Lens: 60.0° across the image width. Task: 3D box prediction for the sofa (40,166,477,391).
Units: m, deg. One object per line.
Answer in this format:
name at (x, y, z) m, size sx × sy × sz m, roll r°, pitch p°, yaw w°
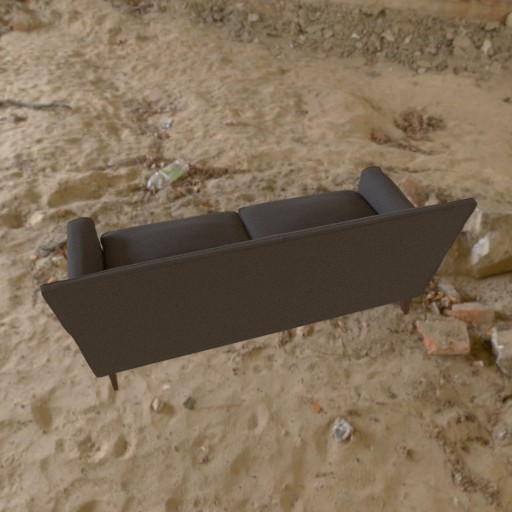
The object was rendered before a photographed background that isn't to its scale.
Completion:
sofa at (0.000, 0.000, 2.507) m, size 2.002 × 0.907 × 0.843 m, roll -12°, pitch 44°, yaw -13°
